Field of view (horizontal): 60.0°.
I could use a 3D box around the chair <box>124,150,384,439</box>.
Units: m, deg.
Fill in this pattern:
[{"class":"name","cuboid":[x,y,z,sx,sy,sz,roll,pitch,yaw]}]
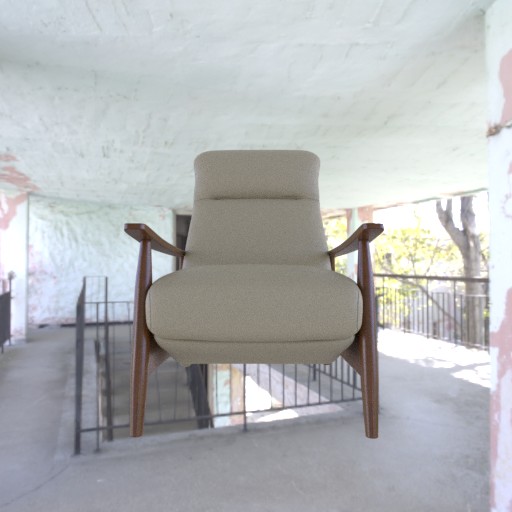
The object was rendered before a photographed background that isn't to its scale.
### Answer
[{"class":"chair","cuboid":[0.000,0.000,1.788,0.762,1.082,1.014,0,-1,1]}]
